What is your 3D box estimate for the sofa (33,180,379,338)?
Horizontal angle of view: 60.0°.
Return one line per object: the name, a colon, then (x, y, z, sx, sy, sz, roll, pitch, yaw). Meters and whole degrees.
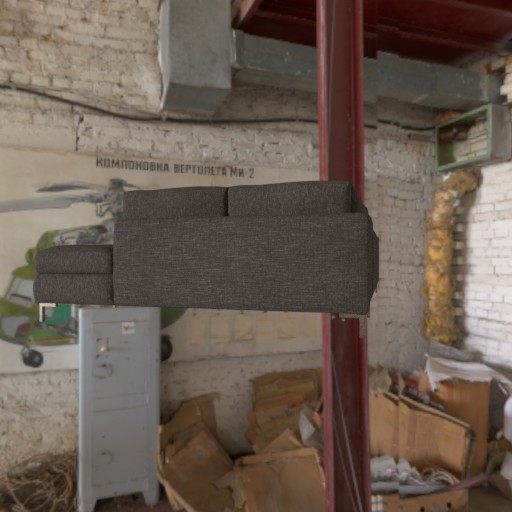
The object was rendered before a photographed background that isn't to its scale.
sofa: (0.000, 0.000, 3.828, 2.007, 0.815, 2.949, 0, 0, 17)
